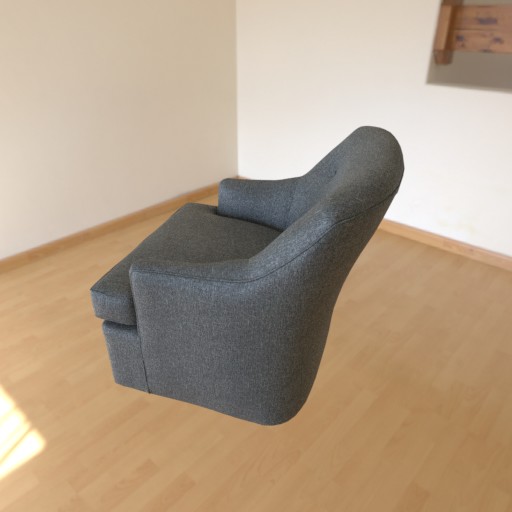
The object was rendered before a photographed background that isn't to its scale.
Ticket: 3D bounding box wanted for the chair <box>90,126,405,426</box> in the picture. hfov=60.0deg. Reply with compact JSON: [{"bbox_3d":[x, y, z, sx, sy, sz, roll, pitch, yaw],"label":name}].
[{"bbox_3d":[0.000,0.000,1.619,0.923,0.856,0.864,9,31,15],"label":"chair"}]
